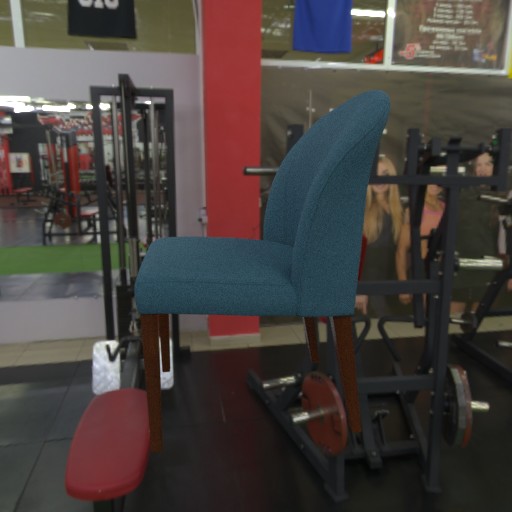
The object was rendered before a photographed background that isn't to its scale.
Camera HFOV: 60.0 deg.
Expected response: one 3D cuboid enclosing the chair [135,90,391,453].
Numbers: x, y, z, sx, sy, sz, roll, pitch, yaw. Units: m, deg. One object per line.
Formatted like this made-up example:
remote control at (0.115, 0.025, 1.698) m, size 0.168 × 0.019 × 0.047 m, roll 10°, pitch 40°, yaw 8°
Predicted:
chair at (0.000, 0.000, 1.240) m, size 0.620 × 0.879 × 0.507 m, roll -2°, pitch 13°, yaw -8°
